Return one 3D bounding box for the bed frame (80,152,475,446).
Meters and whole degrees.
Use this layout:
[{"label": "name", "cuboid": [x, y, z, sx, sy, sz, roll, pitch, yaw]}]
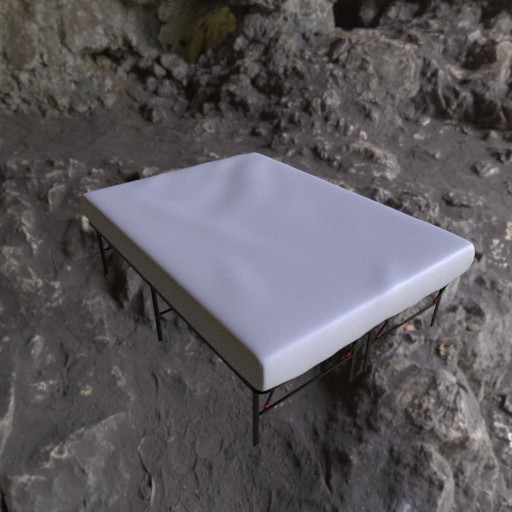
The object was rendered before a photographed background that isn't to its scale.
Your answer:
[{"label": "bed frame", "cuboid": [0.000, 0.000, 2.953, 1.584, 0.667, 2.151, -22, 37, -31]}]
